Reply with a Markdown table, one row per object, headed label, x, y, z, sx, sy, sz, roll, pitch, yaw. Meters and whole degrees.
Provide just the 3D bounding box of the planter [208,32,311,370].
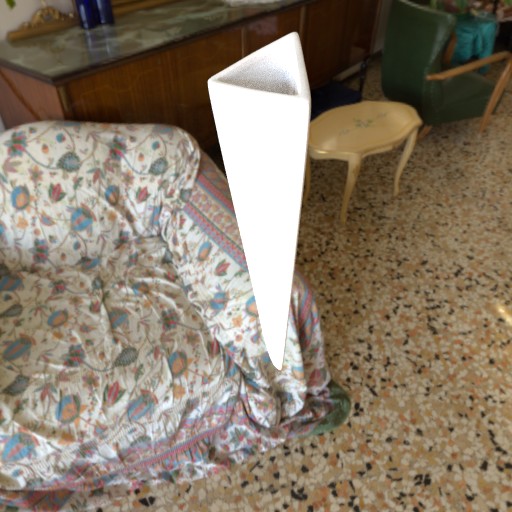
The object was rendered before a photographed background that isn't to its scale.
| label | x | y | z | sx | sy | sz | roll | pitch | yaw |
| --- | --- | --- | --- | --- | --- | --- | --- | --- | --- |
| planter | 0.000 | 0.000 | 0.399 | 0.065 | 0.338 | 0.143 | 1 | 41 | 1 |
